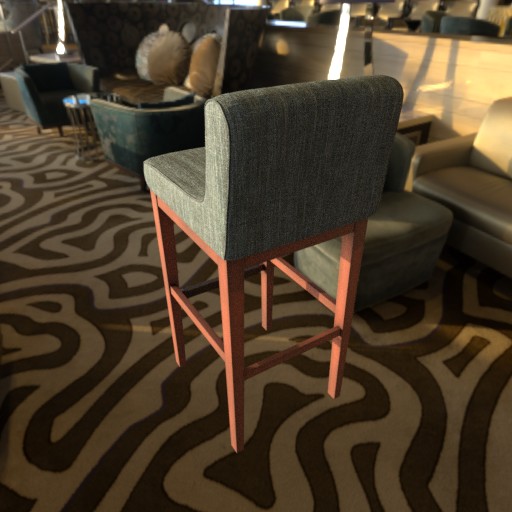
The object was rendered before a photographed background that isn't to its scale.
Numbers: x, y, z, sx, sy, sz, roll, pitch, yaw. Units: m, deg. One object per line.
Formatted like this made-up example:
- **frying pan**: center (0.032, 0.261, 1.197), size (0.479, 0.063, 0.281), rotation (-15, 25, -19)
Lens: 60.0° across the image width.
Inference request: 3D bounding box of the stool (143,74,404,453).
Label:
- **stool**: center (0.000, 0.000, 1.224), size (0.426, 0.965, 0.499), rotation (-18, 36, -27)
